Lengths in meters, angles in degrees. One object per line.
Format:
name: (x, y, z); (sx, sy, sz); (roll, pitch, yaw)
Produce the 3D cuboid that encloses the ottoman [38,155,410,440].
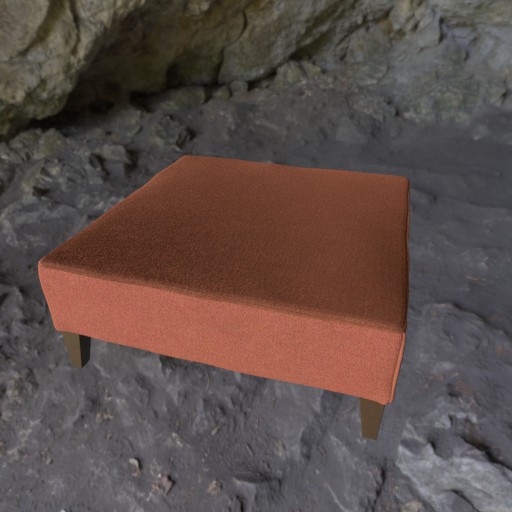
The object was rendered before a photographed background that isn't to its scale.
ottoman: (0.000, 0.000, 1.571); (0.999, 0.438, 0.997); (9, 32, 14)
